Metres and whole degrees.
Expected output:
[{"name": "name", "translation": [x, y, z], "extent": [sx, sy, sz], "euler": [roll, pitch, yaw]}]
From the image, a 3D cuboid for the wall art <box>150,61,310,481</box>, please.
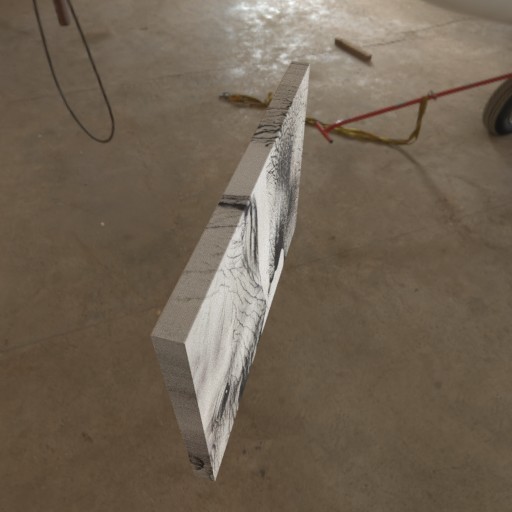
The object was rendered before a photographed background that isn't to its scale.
[{"name": "wall art", "translation": [0.000, 0.000, 0.758], "extent": [0.035, 0.407, 0.613], "euler": [11, 48, 11]}]
